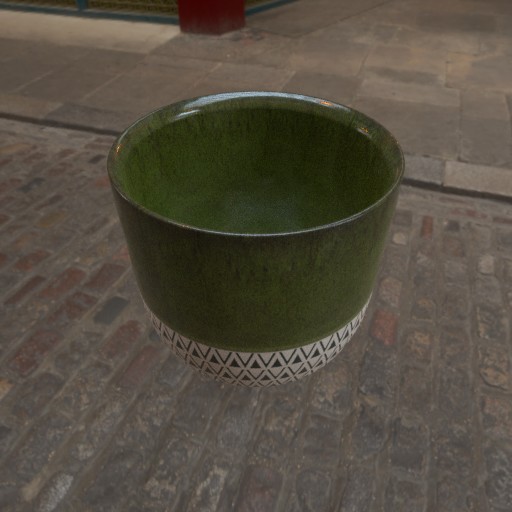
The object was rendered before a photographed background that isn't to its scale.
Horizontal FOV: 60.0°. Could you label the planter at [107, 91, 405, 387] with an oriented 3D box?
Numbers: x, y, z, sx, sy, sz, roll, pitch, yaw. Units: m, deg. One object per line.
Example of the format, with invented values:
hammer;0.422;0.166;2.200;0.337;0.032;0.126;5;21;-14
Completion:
planter;0.000;0.000;0.495;0.266;0.270;0.266;0;41;0
